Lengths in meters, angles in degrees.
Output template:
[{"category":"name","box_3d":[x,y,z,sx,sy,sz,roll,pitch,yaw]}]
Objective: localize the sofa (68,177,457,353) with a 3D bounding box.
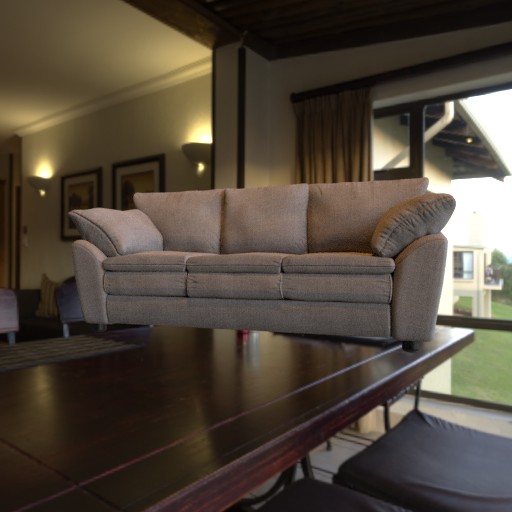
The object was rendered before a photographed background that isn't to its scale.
[{"category":"sofa","box_3d":[0.000,0.000,2.898,2.334,0.996,0.878,0,0,18]}]
